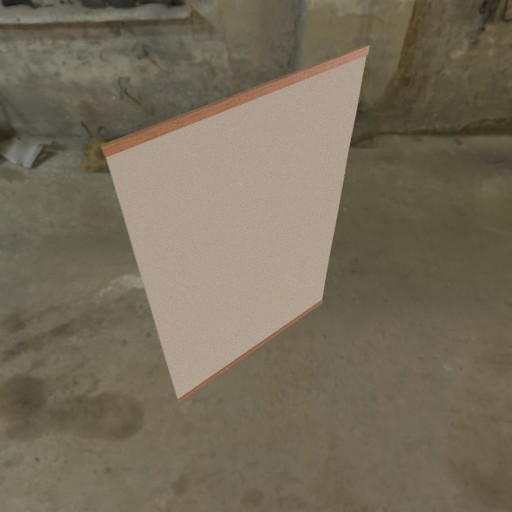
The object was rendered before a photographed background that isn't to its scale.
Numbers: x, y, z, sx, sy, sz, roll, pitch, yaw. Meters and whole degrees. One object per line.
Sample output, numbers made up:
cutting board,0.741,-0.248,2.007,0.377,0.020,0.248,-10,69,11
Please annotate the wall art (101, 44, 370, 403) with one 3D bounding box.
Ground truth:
wall art,0.000,0.000,1.919,1.019,1.527,0.019,-30,54,-25
